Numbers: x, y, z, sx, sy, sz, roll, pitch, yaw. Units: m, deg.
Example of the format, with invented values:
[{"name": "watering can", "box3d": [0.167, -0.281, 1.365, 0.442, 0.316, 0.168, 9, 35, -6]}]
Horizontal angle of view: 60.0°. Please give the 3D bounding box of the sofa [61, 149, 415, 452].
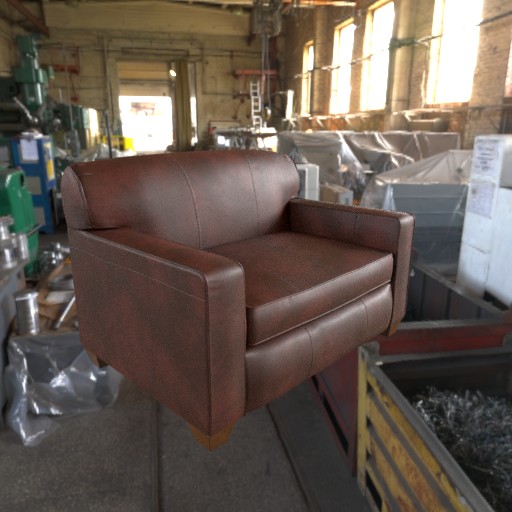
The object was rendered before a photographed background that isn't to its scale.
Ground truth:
[{"name": "sofa", "box3d": [0.000, 0.000, 2.118, 1.000, 0.956, 1.413, 15, 22, 42]}]
